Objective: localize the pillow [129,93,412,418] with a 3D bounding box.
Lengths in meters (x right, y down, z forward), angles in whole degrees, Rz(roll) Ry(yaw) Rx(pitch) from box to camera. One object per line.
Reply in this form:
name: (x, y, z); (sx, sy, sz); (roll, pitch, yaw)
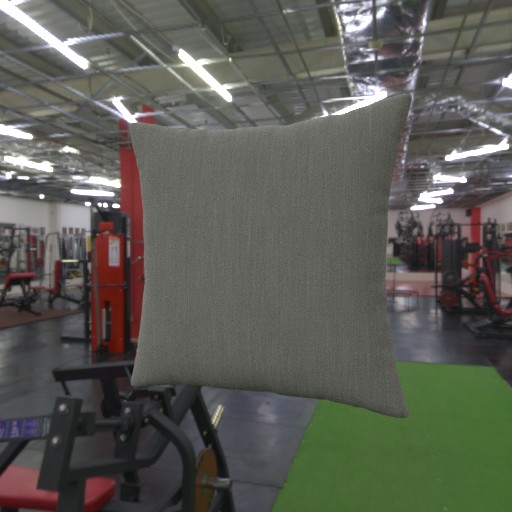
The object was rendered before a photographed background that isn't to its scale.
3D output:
pillow: (0.000, 0.000, 0.774); (0.511, 0.509, 0.161); (0, 1, 19)
